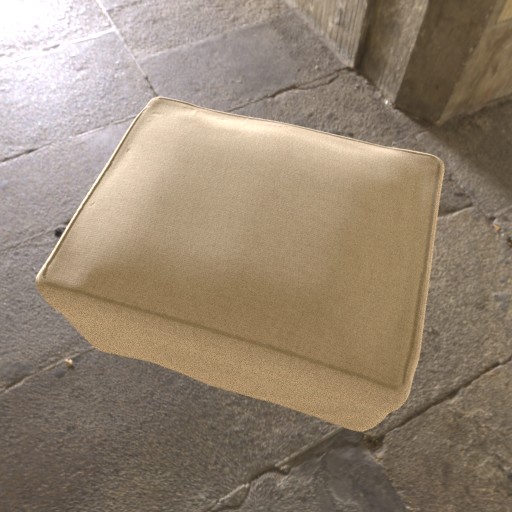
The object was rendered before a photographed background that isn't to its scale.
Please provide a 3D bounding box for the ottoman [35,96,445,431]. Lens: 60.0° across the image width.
[{"bbox_3d":[0.000,0.000,1.208,0.833,0.485,0.650,15,61,8],"label":"ottoman"}]
